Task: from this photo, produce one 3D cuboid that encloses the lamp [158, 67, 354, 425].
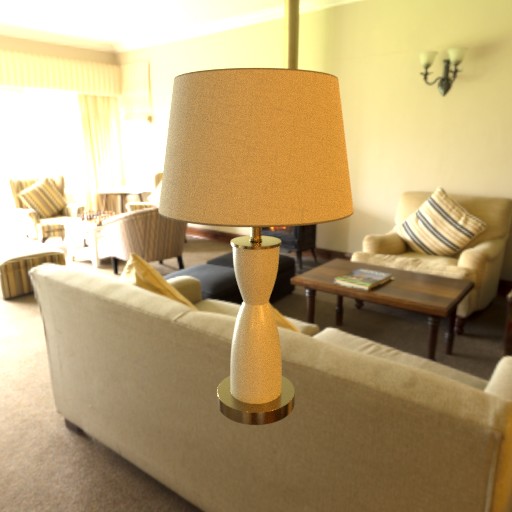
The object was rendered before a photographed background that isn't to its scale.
[{"bbox_3d":[0.000,0.000,0.736,0.309,0.545,0.309,0,14,0],"label":"lamp"}]
